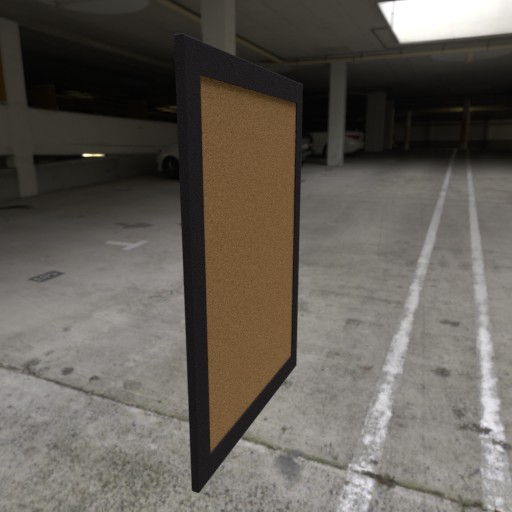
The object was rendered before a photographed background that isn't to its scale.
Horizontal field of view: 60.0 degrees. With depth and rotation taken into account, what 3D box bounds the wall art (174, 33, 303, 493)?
[{"bbox_3d":[0.000,0.000,0.661,0.012,0.529,0.374,6,14,23],"label":"wall art"}]
